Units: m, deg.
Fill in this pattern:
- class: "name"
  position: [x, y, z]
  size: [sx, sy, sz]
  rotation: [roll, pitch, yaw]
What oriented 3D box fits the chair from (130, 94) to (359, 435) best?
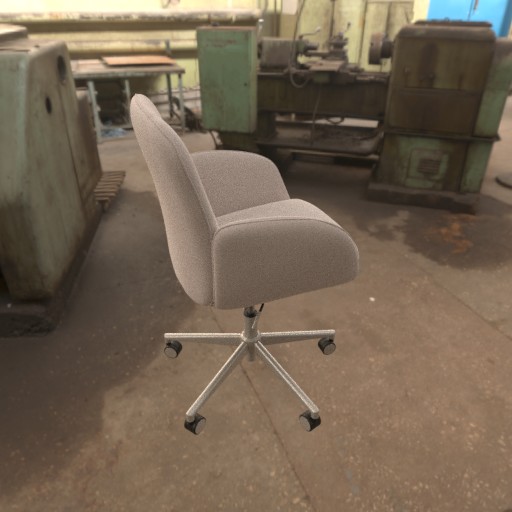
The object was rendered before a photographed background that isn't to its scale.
- class: "chair"
  position: [0.000, 0.000, 1.382]
  size: [0.633, 0.959, 0.648]
  rotation: [-10, 32, -17]
